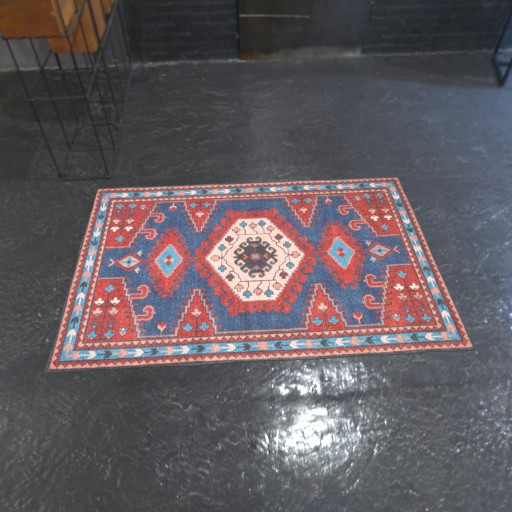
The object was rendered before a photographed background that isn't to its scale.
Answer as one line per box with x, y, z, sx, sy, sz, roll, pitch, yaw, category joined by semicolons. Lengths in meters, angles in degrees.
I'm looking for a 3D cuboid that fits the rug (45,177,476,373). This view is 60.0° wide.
0.000;0.000;2.264;1.820;0.012;1.207;-3;47;-2;rug
